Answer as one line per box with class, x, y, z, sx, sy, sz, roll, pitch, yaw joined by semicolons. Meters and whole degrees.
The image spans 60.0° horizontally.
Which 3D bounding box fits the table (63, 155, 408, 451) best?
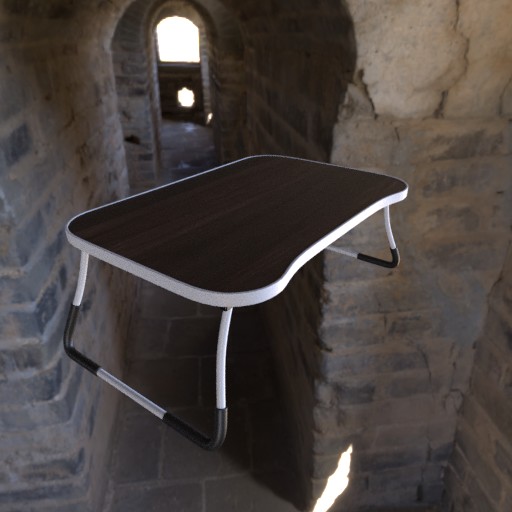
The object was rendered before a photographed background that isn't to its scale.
table;0.000;0.000;0.868;0.400;0.232;0.660;19;33;32
